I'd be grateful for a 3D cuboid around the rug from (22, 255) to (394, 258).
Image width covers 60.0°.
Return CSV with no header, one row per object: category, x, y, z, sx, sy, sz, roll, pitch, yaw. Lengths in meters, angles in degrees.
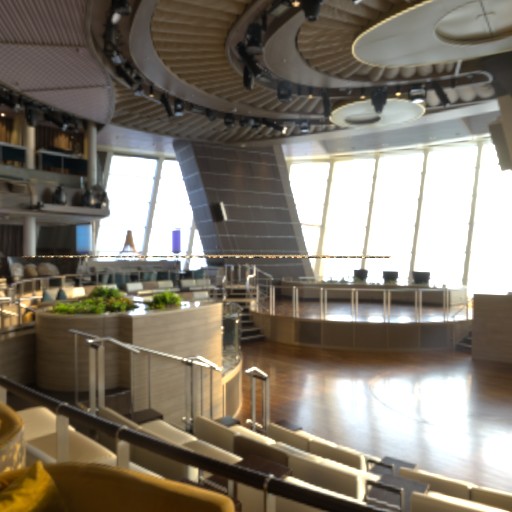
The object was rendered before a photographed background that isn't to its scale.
rug,0.000,0.000,4.138,2.439,0.010,3.048,0,0,18
